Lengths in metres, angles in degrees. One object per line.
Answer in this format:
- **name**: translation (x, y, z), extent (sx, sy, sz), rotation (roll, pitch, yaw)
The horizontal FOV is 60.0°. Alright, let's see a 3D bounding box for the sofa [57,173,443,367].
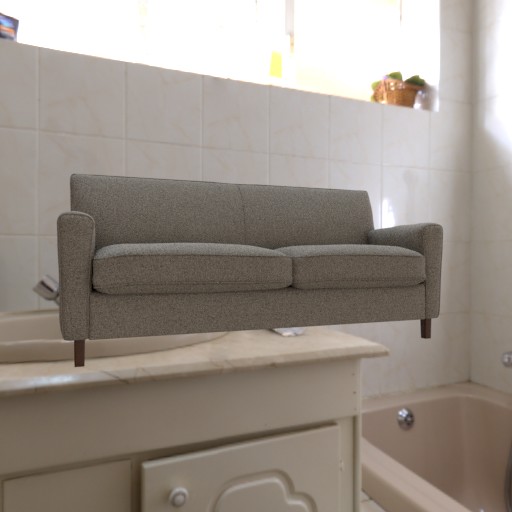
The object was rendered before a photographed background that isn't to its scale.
- **sofa**: translation (0.000, 0.000, 2.520), extent (2.026, 0.942, 0.854), rotation (0, 0, -20)
